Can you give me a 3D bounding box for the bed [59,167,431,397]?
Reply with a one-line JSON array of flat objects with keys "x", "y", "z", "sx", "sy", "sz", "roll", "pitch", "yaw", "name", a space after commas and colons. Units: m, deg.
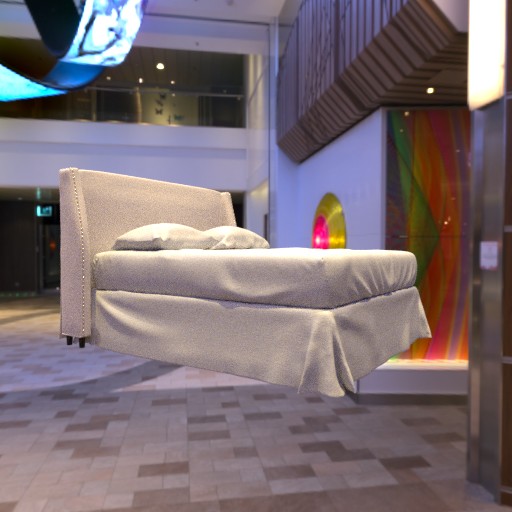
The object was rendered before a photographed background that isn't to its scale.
[{"x": 0.000, "y": 0.000, "z": 3.438, "sx": 2.276, "sy": 1.332, "sz": 1.925, "roll": 1, "pitch": 2, "yaw": 34, "name": "bed"}]
